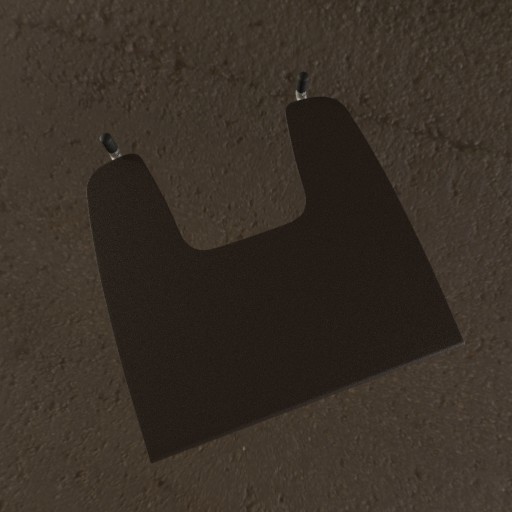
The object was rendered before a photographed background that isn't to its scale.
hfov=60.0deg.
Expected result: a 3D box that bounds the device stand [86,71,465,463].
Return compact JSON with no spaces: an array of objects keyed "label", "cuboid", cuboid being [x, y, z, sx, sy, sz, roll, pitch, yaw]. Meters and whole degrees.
[{"label":"device stand","cuboid":[0.000,0.000,0.349,0.230,0.092,0.230,-19,76,-5]}]
